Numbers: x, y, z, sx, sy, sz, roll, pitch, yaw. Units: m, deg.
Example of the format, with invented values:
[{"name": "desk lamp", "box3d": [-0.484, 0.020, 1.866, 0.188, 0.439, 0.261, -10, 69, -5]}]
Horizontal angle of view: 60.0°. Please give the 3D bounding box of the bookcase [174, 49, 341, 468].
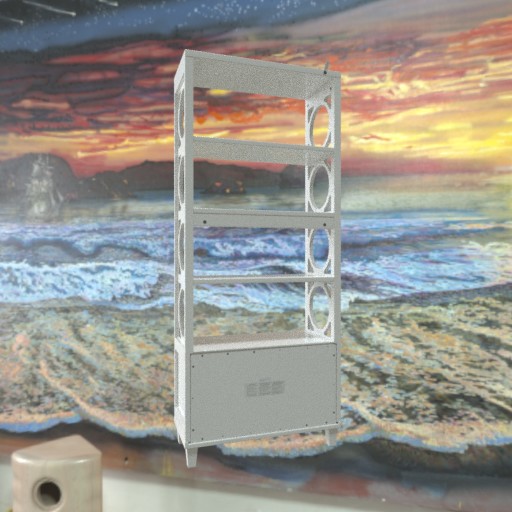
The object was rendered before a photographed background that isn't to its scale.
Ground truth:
[{"name": "bookcase", "box3d": [0.000, 0.000, 2.196, 0.761, 1.869, 0.361, 0, 0, -18]}]
